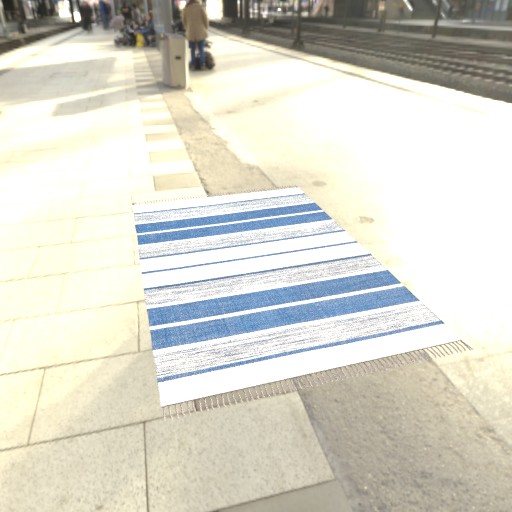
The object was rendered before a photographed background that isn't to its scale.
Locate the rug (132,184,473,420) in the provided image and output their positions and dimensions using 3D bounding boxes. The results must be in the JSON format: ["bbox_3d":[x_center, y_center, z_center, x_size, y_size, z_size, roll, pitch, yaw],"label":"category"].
[{"bbox_3d":[0.000,0.000,3.027,1.532,0.010,2.441,-8,30,-14],"label":"rug"}]
